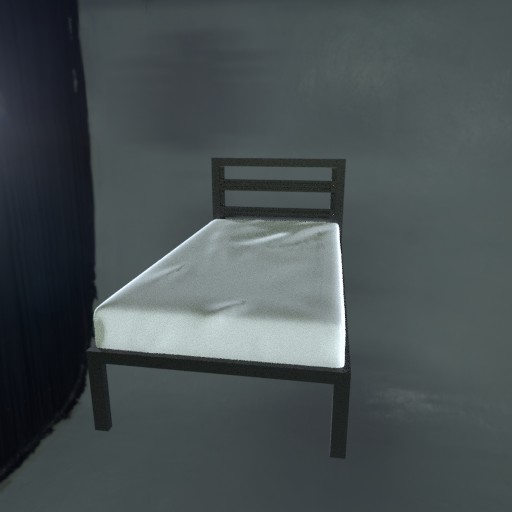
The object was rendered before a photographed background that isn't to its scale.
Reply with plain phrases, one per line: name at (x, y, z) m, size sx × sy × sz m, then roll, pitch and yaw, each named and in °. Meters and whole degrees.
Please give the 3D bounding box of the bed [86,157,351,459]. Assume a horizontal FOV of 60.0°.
bed at (0.000, 0.000, 2.493) m, size 0.991 × 0.967 × 1.930 m, roll 3°, pitch 16°, yaw 9°
